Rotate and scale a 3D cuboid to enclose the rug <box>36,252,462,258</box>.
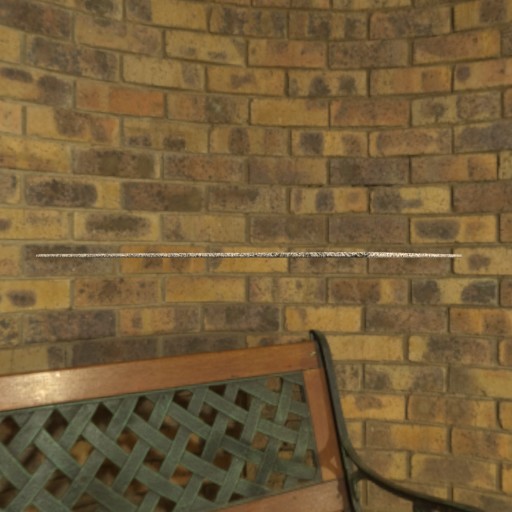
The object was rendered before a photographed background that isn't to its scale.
[{"bbox_3d":[0.000,0.000,4.029,3.047,0.029,2.438,0,0,35],"label":"rug"}]
